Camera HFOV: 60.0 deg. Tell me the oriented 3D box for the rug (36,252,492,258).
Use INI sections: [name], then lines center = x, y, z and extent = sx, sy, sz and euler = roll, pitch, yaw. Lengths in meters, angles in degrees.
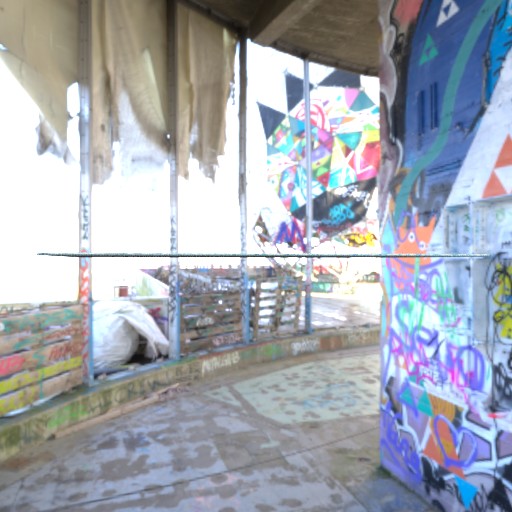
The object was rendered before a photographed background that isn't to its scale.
[rug]
center = 0.000, 0.000, 2.967
extent = 2.438, 0.015, 1.524
euler = 0, -1, -18
